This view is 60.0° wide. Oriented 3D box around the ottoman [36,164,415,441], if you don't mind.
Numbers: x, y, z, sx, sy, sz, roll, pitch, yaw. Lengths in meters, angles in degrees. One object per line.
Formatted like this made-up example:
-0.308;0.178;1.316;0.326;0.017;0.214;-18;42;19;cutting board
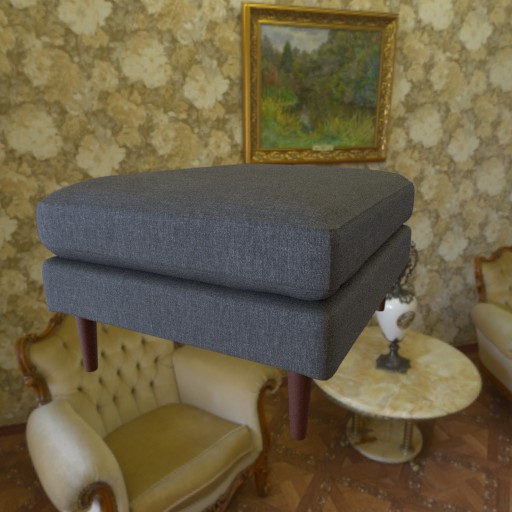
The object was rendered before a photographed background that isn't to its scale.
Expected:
0.000;0.000;1.203;0.693;0.474;0.821;8;17;26;ottoman
